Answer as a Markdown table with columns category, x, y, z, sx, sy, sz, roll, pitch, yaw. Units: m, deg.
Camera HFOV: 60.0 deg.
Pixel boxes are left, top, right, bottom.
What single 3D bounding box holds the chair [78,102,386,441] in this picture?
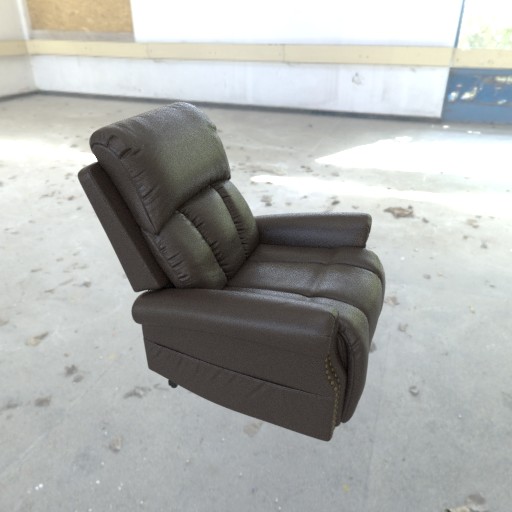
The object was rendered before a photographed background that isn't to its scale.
| category | x | y | z | sx | sy | sz | roll | pitch | yaw |
| --- | --- | --- | --- | --- | --- | --- | --- | --- | --- |
| chair | 0.000 | 0.000 | 1.715 | 0.978 | 1.028 | 0.869 | 10 | 31 | 18 |
